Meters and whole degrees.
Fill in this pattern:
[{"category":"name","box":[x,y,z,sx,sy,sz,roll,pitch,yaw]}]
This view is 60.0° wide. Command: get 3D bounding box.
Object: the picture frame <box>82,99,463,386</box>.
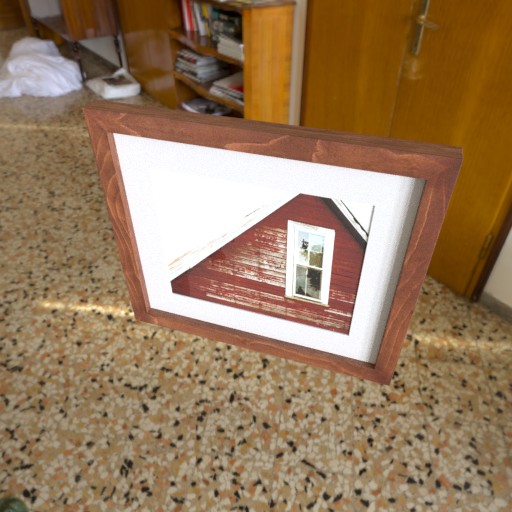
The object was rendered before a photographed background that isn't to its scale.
[{"category":"picture frame","box":[0.000,0.000,0.538,0.381,0.330,0.025,12,41,14]}]
